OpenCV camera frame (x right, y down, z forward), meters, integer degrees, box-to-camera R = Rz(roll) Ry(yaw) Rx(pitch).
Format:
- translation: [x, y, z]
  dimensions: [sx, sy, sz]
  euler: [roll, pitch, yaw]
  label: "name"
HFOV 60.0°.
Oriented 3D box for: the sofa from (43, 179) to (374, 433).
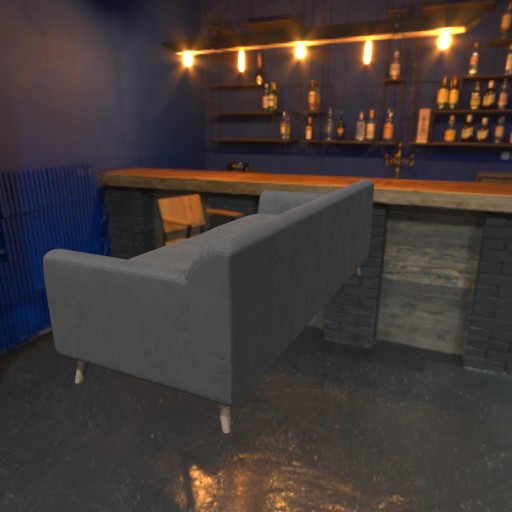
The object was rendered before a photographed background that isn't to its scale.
- translation: [0.000, 0.000, 2.616]
  dimensions: [0.900, 0.740, 2.190]
  euler: [8, 18, 25]
  label: "sofa"
